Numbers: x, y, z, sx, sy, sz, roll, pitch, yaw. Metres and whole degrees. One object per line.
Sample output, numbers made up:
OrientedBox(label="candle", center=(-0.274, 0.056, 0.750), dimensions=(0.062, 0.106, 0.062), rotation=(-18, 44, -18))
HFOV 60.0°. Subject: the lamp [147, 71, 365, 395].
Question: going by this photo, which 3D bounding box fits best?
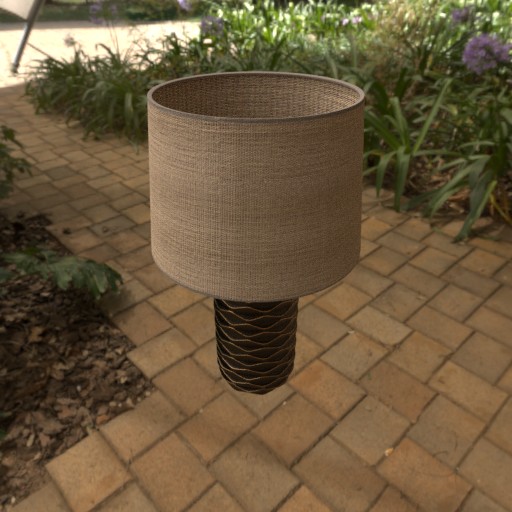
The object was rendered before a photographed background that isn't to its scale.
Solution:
OrientedBox(label="lamp", center=(0.000, 0.000, 0.832), dimensions=(0.376, 0.594, 0.376), rotation=(0, 32, 0))
